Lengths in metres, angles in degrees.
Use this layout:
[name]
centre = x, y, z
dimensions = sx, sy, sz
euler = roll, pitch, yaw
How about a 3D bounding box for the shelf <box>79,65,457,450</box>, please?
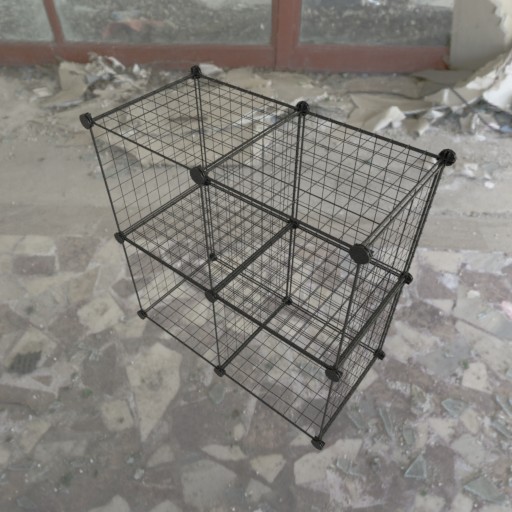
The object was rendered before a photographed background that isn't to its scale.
[shelf]
centre = 0.000, 0.000, 1.155
dimensions = 0.711, 0.711, 0.356
euler = 29, 51, 27
